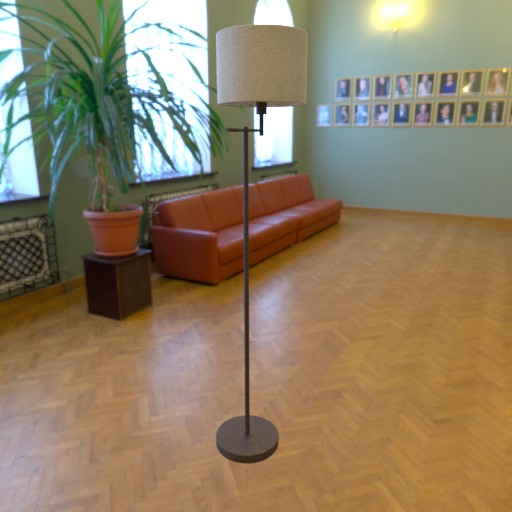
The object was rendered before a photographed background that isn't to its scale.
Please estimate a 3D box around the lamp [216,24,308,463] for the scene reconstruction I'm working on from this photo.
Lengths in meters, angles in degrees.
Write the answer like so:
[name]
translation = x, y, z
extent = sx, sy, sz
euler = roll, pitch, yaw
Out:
[lamp]
translation = 0.000, 0.000, 1.740
extent = 0.324, 1.600, 0.416
euler = 8, 17, 26
